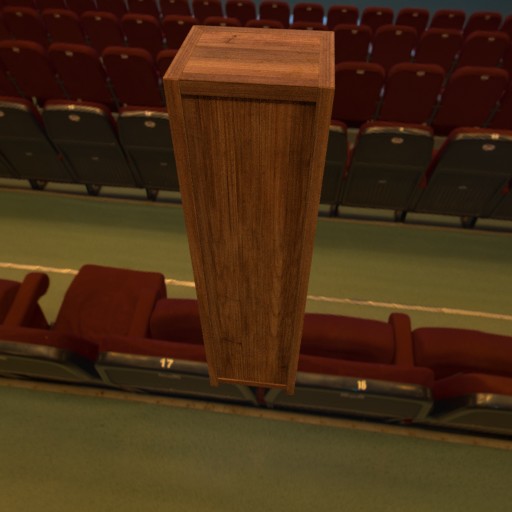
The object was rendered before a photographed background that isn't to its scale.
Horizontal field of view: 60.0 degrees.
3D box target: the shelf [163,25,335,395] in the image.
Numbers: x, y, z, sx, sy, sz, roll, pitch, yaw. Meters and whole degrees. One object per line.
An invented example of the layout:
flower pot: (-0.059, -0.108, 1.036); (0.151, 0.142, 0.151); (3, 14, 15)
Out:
shelf: (0.000, 0.000, 2.109); (0.500, 1.900, 0.428); (5, 47, 5)
